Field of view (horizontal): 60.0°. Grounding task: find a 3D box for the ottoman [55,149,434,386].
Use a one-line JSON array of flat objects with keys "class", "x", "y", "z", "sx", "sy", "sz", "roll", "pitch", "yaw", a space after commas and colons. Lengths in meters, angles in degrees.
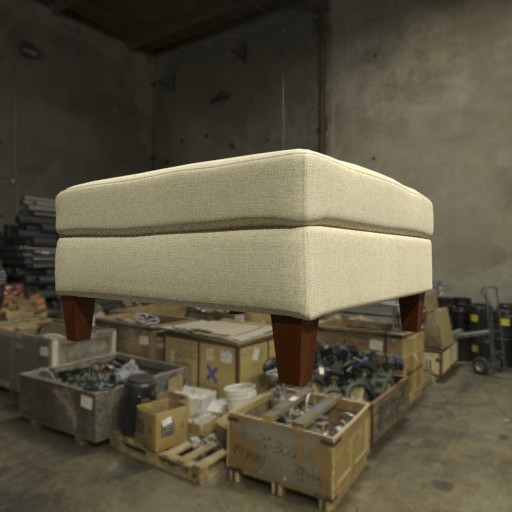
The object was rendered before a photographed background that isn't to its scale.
[{"class": "ottoman", "x": 0.000, "y": 0.000, "z": 1.341, "sx": 0.838, "sy": 0.478, "sz": 0.838, "roll": 0, "pitch": 0, "yaw": 36}]
